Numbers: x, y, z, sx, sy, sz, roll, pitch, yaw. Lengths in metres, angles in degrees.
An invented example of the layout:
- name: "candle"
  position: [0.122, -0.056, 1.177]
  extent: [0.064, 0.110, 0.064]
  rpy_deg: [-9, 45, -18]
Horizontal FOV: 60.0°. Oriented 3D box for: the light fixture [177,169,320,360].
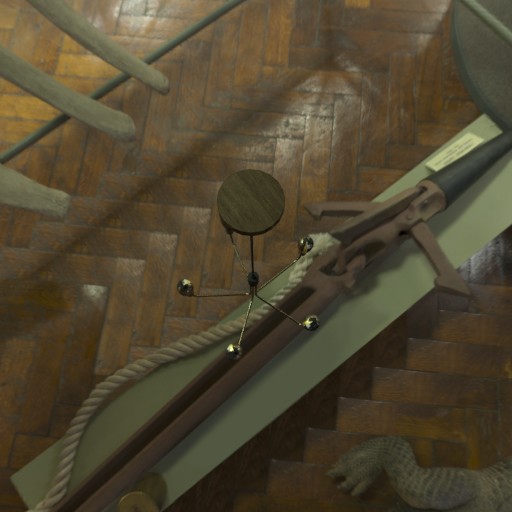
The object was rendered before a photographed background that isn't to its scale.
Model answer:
- name: "light fixture"
  position: [0.000, 0.000, 1.390]
  extent: [0.532, 1.059, 0.588]
  rpy_deg: [-37, 78, -9]
